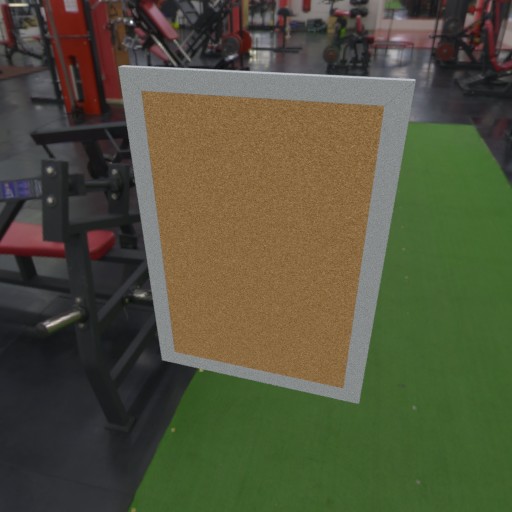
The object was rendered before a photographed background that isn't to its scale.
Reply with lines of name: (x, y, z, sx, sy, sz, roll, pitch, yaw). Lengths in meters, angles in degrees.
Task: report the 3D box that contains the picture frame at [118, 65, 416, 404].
picture frame: (0.000, 0.000, 0.593, 0.326, 0.459, 0.011, 9, 32, 14)
